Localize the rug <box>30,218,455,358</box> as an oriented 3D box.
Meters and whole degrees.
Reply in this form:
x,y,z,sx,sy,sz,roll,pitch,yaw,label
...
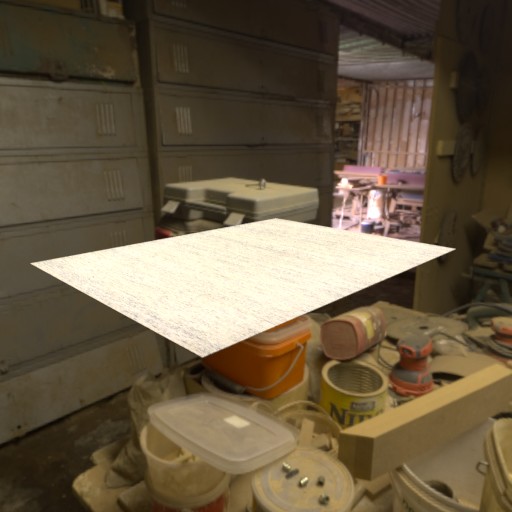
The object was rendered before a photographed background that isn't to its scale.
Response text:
x,y,z,sx,sy,sz,roll,pitch,yaw,label
0.000,0.000,4.167,3.197,0.006,2.438,-14,21,-43,rug
